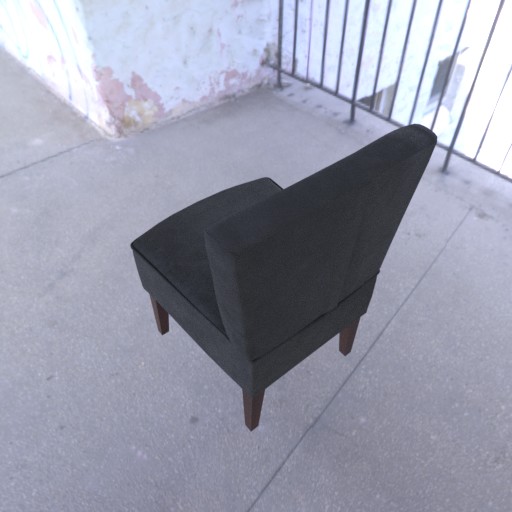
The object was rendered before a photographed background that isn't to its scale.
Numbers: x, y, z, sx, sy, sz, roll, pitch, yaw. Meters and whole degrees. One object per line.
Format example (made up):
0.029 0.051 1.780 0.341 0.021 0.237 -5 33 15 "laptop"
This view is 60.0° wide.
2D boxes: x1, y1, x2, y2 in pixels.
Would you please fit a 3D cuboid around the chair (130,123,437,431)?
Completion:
0.000 0.000 1.190 0.521 0.806 0.554 -30 53 -26 "chair"
